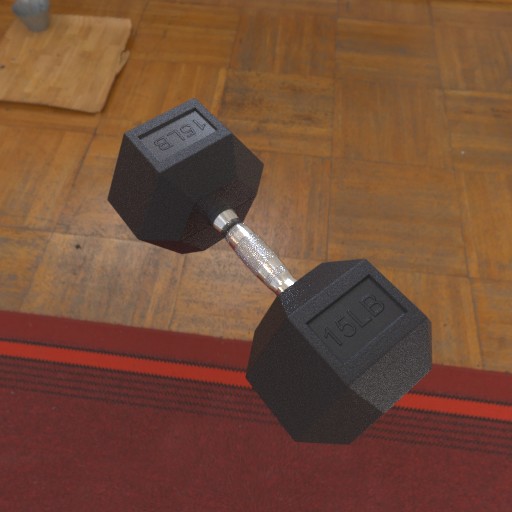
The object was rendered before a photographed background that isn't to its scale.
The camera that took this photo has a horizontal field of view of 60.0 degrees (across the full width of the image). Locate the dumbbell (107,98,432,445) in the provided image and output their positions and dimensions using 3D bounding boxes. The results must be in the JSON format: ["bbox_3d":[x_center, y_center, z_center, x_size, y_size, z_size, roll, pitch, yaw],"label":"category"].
[{"bbox_3d":[0.000,0.000,0.327,0.122,0.106,0.271,-34,65,-19],"label":"dumbbell"}]
